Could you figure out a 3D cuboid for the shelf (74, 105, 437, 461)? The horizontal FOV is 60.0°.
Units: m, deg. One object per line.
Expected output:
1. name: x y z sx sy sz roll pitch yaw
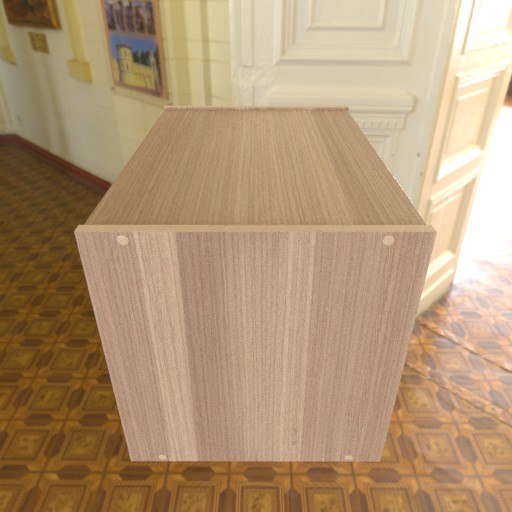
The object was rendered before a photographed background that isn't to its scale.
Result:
1. shelf: 0.000 0.000 0.610 0.290 0.305 0.415 0 32 0
